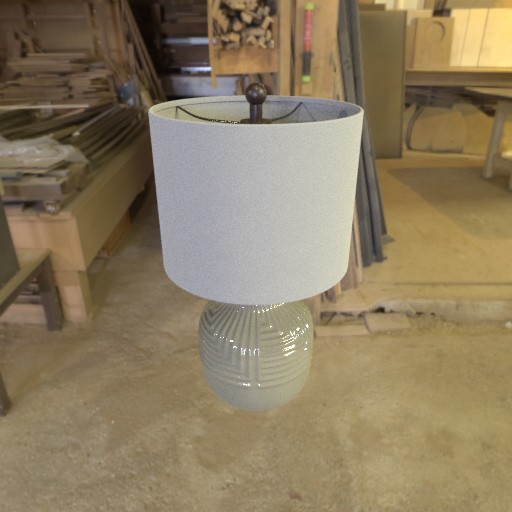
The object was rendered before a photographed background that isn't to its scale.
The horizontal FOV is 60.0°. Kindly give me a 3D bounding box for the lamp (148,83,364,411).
[{"bbox_3d":[0.000,0.000,0.777,0.318,0.567,0.318,0,26,0],"label":"lamp"}]
